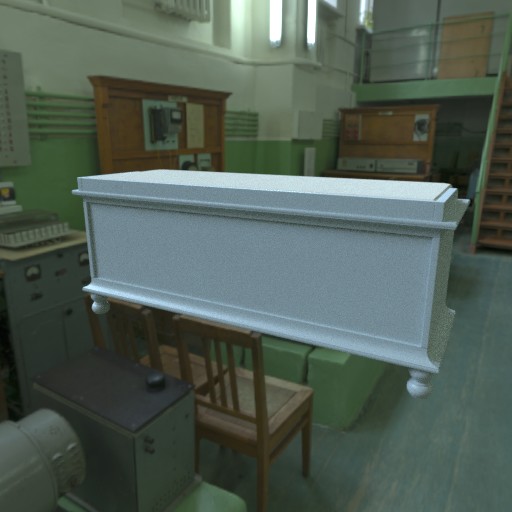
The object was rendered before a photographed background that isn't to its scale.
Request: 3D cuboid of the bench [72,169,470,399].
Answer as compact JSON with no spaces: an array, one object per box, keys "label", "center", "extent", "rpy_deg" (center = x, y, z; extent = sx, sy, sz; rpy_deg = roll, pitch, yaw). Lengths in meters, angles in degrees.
[{"label":"bench","center":[0.000,0.000,1.429],"extent":[1.185,0.486,0.402],"rpy_deg":[8,18,27]}]
